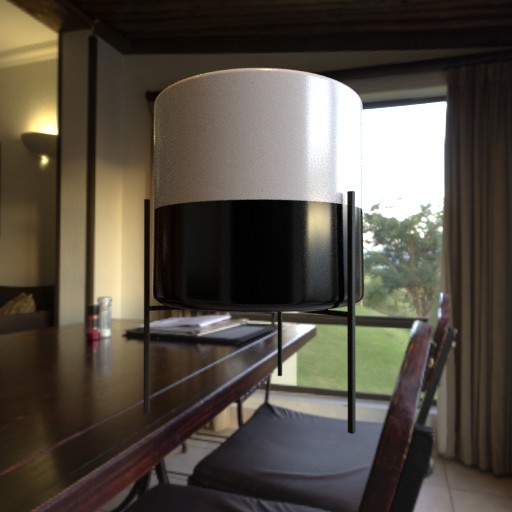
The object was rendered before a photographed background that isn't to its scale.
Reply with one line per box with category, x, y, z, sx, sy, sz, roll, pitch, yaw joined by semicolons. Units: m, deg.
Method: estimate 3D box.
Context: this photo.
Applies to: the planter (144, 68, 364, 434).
planter;0.000;0.000;0.657;0.310;0.432;0.310;0;-1;0
